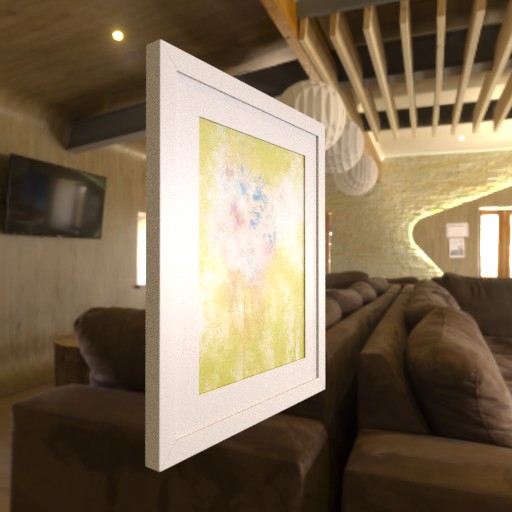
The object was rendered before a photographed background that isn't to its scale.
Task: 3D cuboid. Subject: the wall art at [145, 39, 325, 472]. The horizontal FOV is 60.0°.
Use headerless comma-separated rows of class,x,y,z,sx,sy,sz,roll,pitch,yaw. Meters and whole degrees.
wall art,0.000,0.000,0.758,0.028,0.556,0.454,0,-1,36
